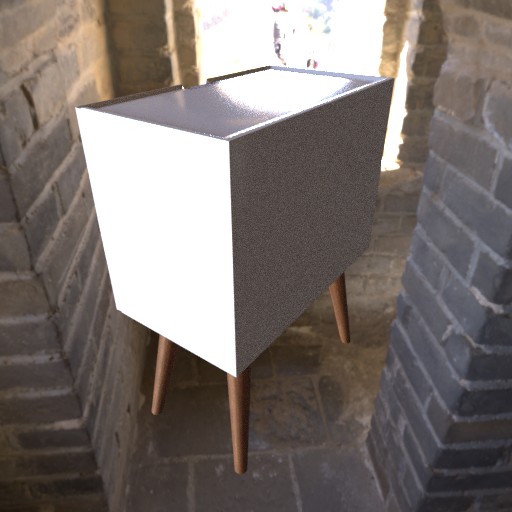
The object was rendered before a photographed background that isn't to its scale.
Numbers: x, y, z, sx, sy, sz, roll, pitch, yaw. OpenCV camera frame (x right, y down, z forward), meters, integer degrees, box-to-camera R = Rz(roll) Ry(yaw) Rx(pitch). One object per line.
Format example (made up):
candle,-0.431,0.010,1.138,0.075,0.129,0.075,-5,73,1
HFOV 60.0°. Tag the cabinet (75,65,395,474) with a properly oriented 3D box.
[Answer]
cabinet,0.000,0.000,1.081,0.344,0.772,0.591,21,37,30
